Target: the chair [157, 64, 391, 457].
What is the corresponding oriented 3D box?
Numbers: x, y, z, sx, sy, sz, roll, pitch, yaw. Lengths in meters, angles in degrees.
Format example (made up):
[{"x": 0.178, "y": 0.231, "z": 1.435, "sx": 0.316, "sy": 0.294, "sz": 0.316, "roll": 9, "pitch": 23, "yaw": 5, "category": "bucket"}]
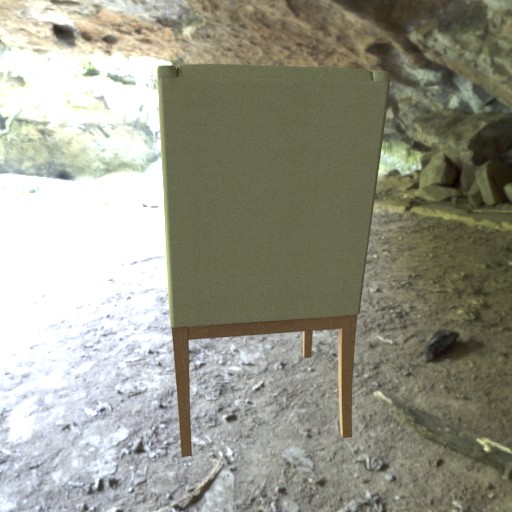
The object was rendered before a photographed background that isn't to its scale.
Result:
[{"x": 0.000, "y": 0.000, "z": 1.377, "sx": 0.575, "sy": 1.021, "sz": 0.611, "roll": -3, "pitch": 15, "yaw": -9, "category": "chair"}]
